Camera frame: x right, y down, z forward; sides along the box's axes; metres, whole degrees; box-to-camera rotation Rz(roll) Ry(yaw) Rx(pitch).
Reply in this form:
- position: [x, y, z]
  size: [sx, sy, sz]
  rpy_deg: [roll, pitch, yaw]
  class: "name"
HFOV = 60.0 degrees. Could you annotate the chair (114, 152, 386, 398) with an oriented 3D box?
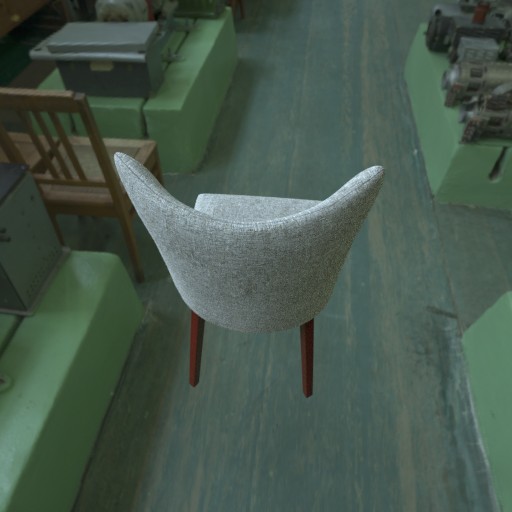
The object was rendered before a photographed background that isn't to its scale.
- position: [0.000, 0.000, 1.312]
  size: [0.535, 0.924, 0.623]
  rpy_deg: [4, 47, 4]
  class: "chair"
